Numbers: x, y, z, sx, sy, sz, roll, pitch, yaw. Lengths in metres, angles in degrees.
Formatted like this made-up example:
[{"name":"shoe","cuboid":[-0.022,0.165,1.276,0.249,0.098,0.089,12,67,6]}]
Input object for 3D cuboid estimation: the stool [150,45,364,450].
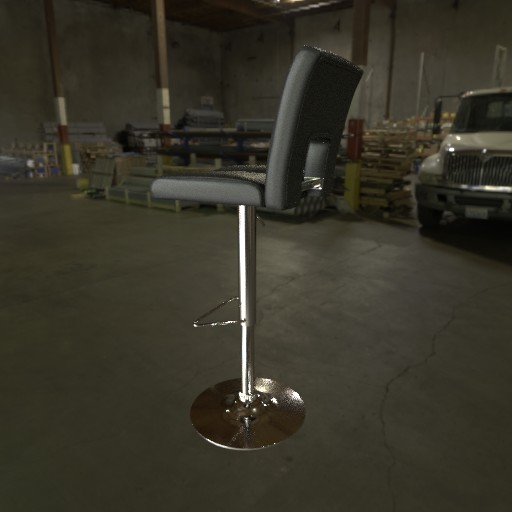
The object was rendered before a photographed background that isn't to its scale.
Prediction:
[{"name":"stool","cuboid":[0.000,0.000,1.409,0.520,1.151,0.415,8,18,27]}]
